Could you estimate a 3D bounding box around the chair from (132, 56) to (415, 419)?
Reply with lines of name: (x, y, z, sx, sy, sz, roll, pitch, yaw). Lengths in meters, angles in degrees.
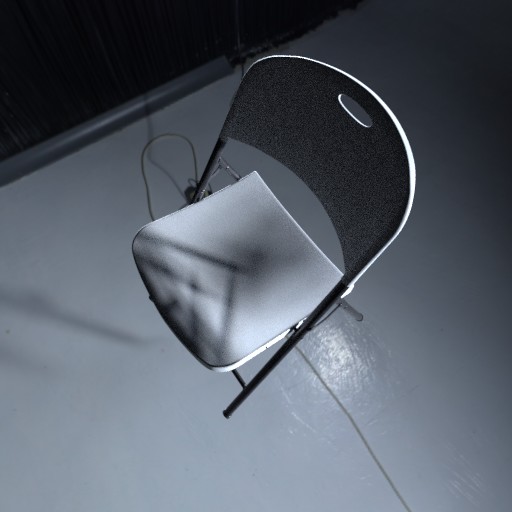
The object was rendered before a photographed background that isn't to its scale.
chair: (0.000, 0.000, 1.150, 0.566, 0.810, 0.494, -32, 68, -14)
